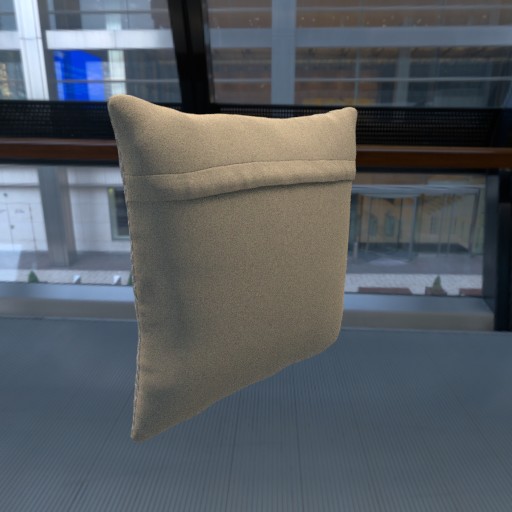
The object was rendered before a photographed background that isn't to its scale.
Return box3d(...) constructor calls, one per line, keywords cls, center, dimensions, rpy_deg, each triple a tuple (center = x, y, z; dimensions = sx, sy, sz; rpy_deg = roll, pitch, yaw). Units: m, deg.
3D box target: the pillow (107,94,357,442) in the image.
box3d(cls="pillow", center=(0.000, 0.000, 0.697), dimensions=(0.459, 0.458, 0.181), rpy_deg=(-15, 22, -41))
